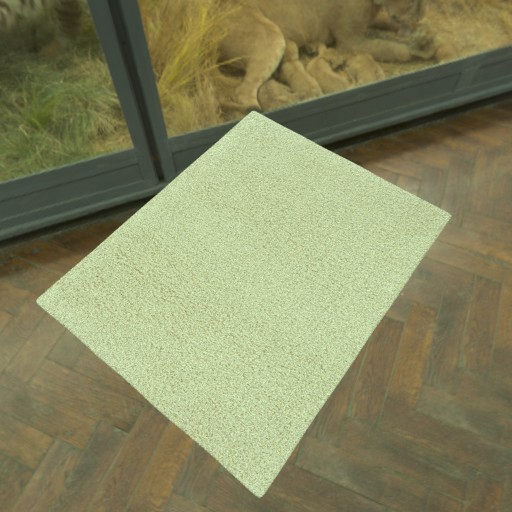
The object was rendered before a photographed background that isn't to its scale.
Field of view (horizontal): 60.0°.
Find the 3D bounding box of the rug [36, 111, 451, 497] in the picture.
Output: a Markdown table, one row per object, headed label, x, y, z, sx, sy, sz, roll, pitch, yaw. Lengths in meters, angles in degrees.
| label | x | y | z | sx | sy | sz | roll | pitch | yaw |
| --- | --- | --- | --- | --- | --- | --- | --- | --- | --- |
| rug | 0.000 | 0.000 | 4.041 | 2.438 | 0.029 | 3.047 | 33 | 64 | 19 |
